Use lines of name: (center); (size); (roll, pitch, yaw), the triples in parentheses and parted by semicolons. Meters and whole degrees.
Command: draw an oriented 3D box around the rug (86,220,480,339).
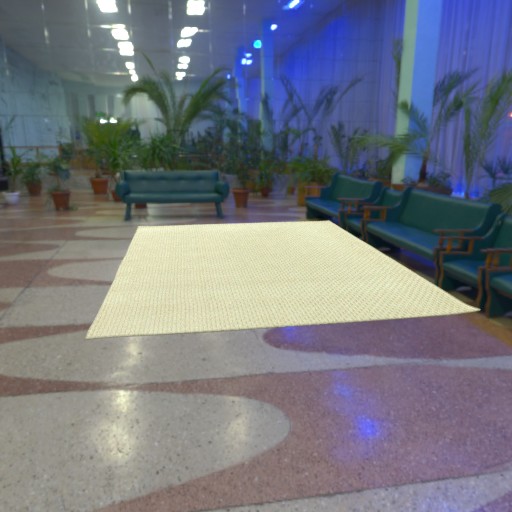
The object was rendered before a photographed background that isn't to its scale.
rug: (0.000, 0.000, 3.865); (2.277, 0.035, 2.897); (-2, 16, -9)
